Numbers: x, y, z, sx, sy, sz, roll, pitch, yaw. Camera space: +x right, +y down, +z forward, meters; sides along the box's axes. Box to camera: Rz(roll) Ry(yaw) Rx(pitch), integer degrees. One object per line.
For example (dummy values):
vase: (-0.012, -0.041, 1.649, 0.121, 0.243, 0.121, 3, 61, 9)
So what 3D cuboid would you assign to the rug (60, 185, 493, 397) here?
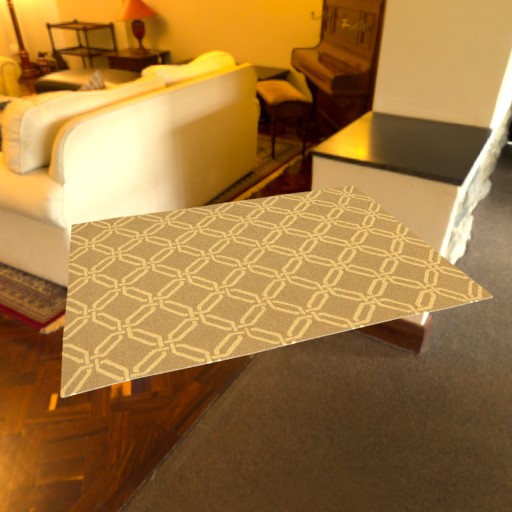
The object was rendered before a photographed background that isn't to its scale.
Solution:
rug: (0.000, 0.000, 2.646, 2.135, 0.013, 1.524, -10, 34, -15)
